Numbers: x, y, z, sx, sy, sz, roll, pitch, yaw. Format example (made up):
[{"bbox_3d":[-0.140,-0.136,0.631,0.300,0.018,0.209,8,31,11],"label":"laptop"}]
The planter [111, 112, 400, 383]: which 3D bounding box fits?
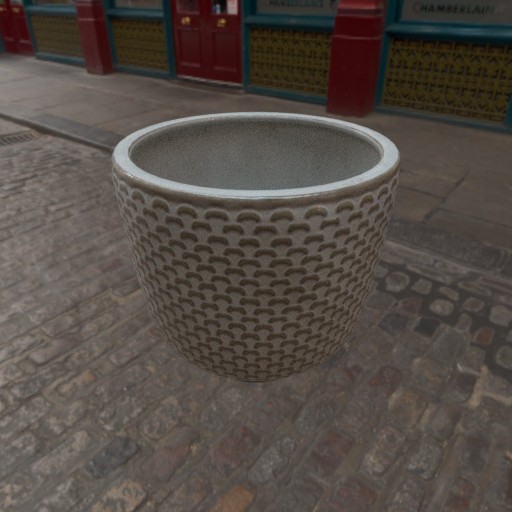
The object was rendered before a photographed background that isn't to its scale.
[{"bbox_3d":[0.000,0.000,0.310,0.173,0.160,0.173,0,30,0],"label":"planter"}]
